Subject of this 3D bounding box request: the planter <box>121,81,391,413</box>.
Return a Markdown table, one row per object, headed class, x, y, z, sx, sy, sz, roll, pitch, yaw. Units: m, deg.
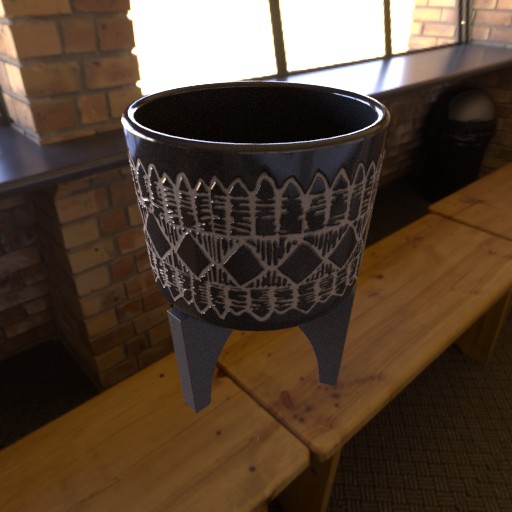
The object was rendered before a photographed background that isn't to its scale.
| class | x | y | z | sx | sy | sz | roll | pitch | yaw |
| --- | --- | --- | --- | --- | --- | --- | --- | --- | --- |
| planter | 0.000 | 0.000 | 0.400 | 0.196 | 0.264 | 0.196 | 9 | 33 | 14 |
